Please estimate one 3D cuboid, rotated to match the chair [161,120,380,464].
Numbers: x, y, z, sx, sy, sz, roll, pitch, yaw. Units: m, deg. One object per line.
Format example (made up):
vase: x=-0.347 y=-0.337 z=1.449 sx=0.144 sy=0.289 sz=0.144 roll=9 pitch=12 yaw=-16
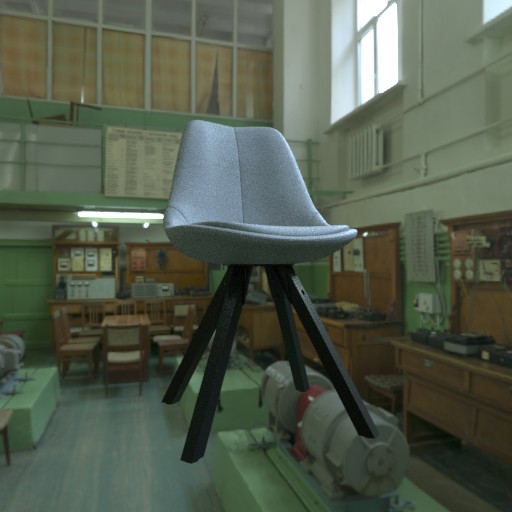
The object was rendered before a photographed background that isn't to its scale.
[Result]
chair: x=0.000 y=0.000 z=1.187 sx=0.485 sy=0.850 sz=0.550 roll=0 pitch=-1 yaw=-18
